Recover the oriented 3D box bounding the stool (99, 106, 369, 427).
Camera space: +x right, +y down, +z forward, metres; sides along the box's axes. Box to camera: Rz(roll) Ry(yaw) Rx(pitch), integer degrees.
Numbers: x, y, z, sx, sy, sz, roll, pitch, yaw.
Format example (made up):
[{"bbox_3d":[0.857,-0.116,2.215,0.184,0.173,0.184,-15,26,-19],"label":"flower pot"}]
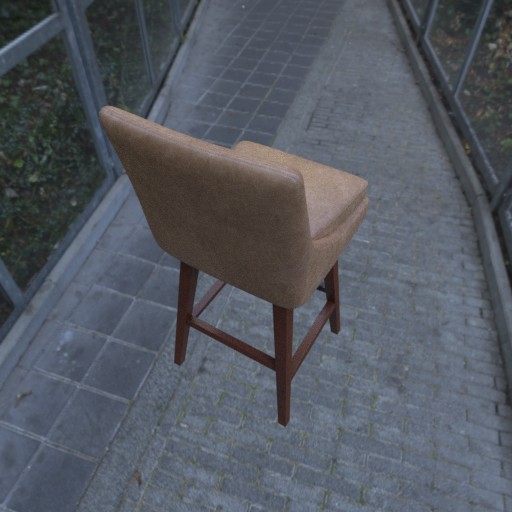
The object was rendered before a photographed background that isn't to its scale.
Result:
[{"bbox_3d":[0.000,0.000,1.352,0.487,1.079,0.572,23,51,21],"label":"stool"}]
